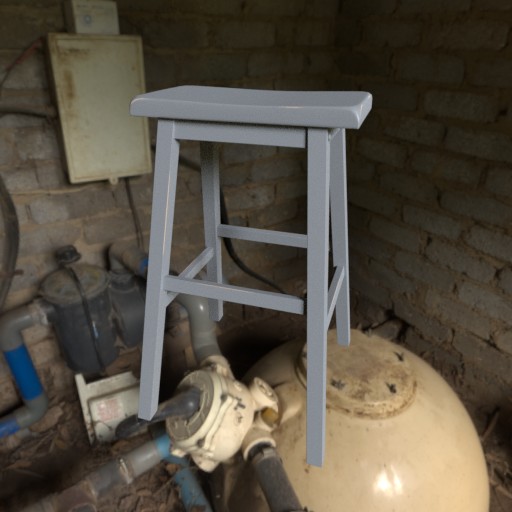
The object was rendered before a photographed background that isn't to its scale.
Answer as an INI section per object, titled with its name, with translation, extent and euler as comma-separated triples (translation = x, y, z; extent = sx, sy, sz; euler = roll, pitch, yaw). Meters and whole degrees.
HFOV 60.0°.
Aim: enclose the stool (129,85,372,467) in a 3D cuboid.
[stool]
translation = 0.000, 0.000, 1.067
extent = 0.457, 0.737, 0.476
euler = 8, 28, 16
